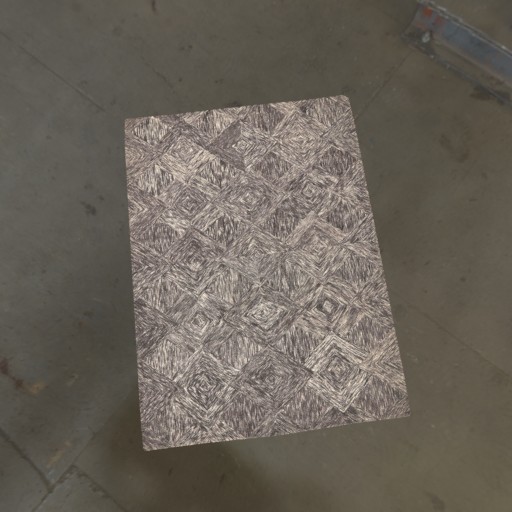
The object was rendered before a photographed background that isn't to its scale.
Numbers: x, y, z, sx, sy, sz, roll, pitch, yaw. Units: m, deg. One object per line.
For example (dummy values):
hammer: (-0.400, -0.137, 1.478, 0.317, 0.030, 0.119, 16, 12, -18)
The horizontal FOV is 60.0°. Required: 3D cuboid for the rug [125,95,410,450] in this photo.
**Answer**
rug: (0.000, 0.000, 5.365, 2.997, 0.020, 4.093, -7, 76, -2)
